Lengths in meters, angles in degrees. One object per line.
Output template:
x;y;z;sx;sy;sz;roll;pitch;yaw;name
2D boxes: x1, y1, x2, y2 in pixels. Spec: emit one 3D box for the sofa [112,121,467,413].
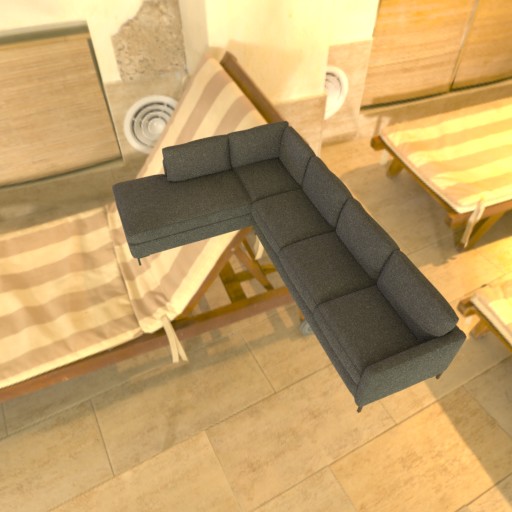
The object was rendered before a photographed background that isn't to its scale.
0.000;0.000;3.873;2.007;0.815;2.949;-17;50;-15;sofa
